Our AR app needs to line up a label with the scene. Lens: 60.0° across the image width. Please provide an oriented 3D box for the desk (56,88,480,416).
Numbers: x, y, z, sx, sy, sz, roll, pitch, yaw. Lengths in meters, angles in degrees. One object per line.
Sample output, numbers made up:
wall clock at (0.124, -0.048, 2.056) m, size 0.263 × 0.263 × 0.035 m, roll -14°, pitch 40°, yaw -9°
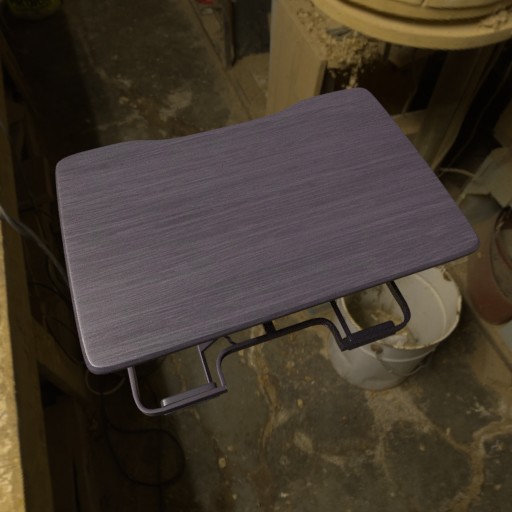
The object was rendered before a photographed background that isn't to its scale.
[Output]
desk at (0.000, 0.000, 1.159) m, size 0.820 × 0.470 × 0.546 m, roll -17°, pitch 59°, yaw -10°
